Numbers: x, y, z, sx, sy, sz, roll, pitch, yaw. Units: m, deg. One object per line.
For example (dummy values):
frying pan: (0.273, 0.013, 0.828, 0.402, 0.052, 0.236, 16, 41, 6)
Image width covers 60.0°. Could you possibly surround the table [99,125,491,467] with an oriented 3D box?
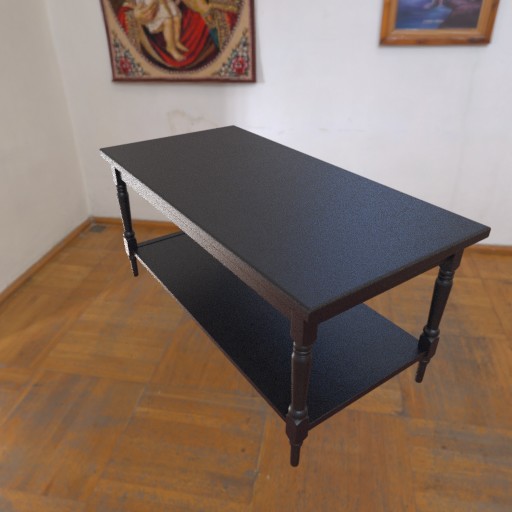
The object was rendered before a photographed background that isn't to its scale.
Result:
table: (0.000, 0.000, 1.403, 0.550, 0.510, 1.107, -20, 36, -29)
